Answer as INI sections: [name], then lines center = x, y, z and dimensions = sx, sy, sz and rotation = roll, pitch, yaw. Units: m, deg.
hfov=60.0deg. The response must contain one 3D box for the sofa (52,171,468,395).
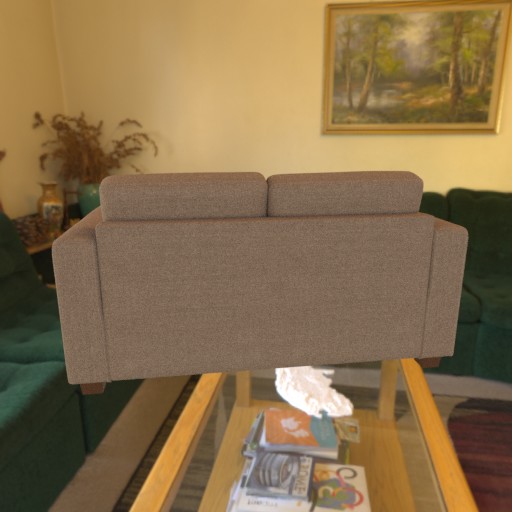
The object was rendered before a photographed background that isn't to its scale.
[sofa]
center = 0.000, 0.000, 2.027
dimensions = 1.520, 0.800, 0.900
rotation = -2, 15, -8
